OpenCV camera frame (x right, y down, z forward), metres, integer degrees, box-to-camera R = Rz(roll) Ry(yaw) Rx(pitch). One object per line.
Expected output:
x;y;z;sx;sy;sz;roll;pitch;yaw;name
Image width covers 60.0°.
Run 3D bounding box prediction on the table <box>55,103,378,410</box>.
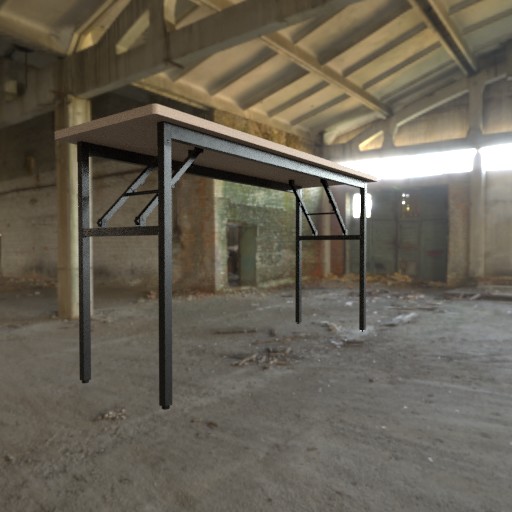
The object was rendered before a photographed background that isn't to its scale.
0.000;0.000;1.738;0.447;0.750;1.397;1;2;37;table
